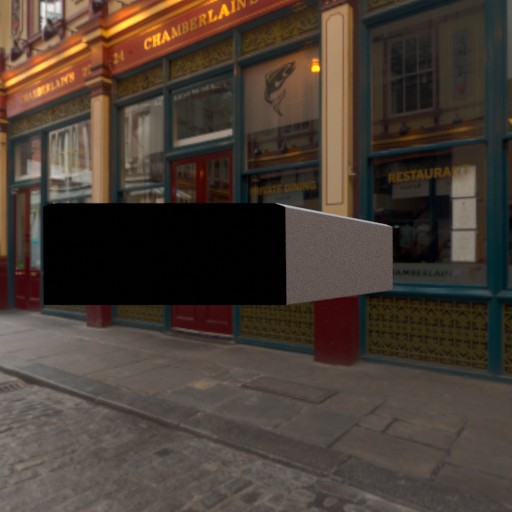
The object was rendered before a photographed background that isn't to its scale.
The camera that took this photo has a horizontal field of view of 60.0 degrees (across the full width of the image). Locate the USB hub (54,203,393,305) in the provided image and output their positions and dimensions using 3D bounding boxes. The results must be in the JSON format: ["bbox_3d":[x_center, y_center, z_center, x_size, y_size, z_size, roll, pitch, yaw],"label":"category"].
[{"bbox_3d":[0.000,0.000,0.128,0.044,0.023,0.110,-1,-1,36],"label":"USB hub"}]
